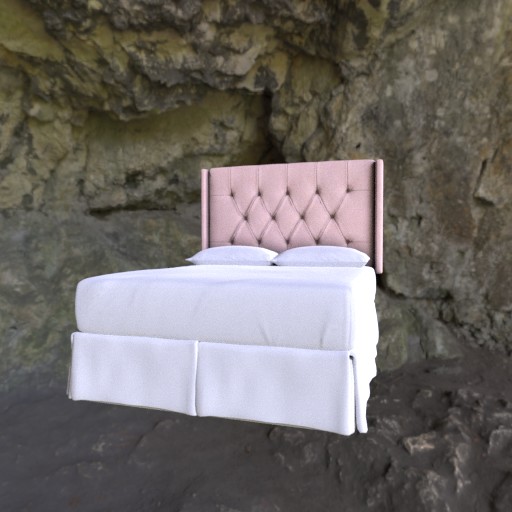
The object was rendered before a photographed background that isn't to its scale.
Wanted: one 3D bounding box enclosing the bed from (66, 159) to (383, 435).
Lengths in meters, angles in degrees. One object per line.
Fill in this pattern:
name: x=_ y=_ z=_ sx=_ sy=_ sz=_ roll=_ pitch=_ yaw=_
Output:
bed: x=0.000 y=0.000 z=3.237 sx=1.719 sy=1.665 sz=2.066 roll=0 pitch=2 yaw=18
